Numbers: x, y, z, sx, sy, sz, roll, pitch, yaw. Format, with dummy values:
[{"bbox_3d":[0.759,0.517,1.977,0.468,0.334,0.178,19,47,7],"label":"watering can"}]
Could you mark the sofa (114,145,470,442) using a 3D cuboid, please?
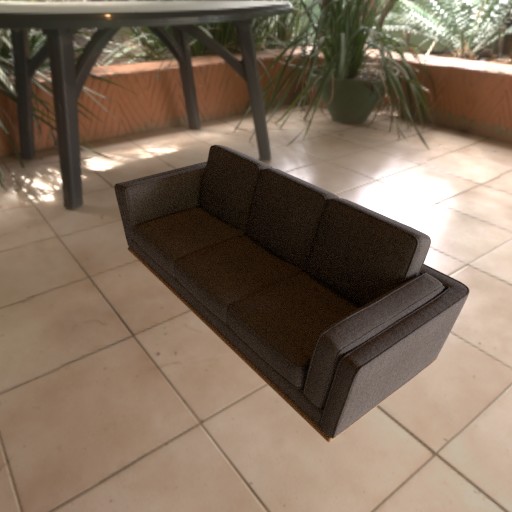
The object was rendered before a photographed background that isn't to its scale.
[{"bbox_3d":[0.000,0.000,2.838,0.903,0.899,2.362,-22,38,-32],"label":"sofa"}]
